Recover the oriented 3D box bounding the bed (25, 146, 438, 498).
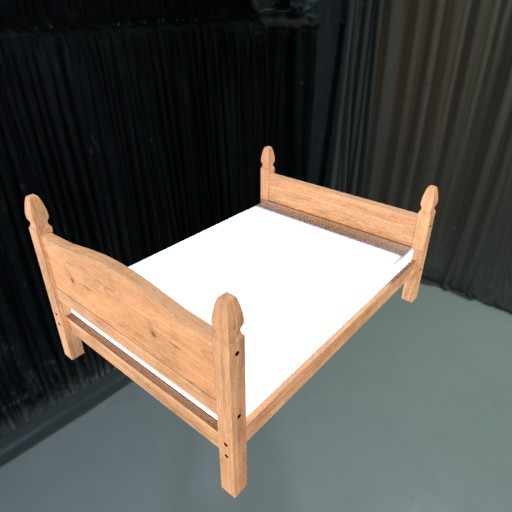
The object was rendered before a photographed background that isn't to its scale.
[{"bbox_3d":[0.000,0.000,2.855,1.490,1.100,2.069,23,37,34],"label":"bed"}]
